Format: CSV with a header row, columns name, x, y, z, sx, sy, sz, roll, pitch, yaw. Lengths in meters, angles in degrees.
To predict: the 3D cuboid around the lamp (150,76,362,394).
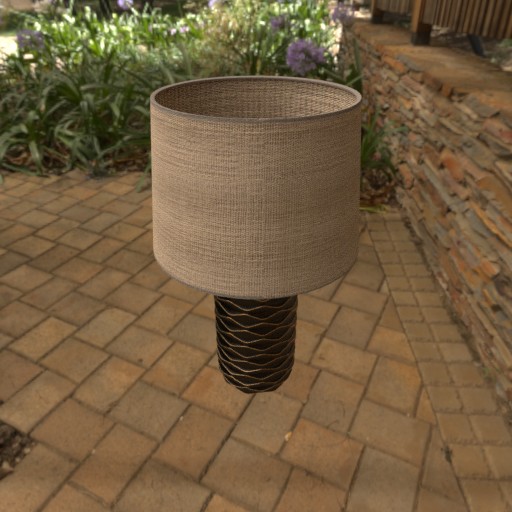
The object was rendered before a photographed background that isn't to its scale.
name,x,y,z,sx,sy,sz,roll,pitch,yaw
lamp,0.000,0.000,0.846,0.376,0.594,0.376,0,31,0
